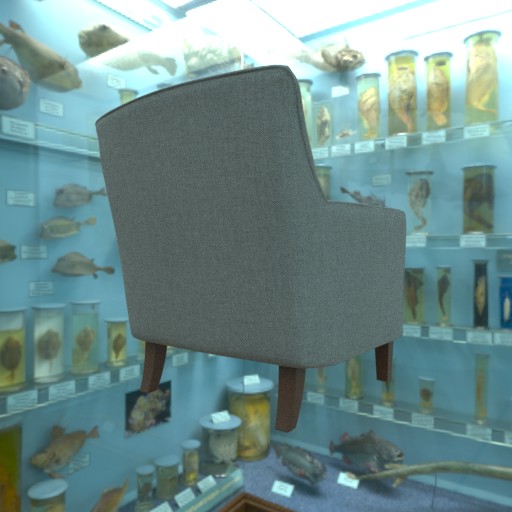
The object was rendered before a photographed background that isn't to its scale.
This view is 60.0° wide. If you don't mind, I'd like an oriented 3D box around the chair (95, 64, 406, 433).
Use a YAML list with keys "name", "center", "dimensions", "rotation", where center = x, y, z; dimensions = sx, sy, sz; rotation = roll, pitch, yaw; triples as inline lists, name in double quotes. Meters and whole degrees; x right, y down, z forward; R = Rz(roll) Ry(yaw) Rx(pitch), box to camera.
- name: "chair"
  center: [0.000, 0.000, 1.753]
  dimensions: [0.887, 1.047, 0.993]
  rotation: [0, 0, 36]
